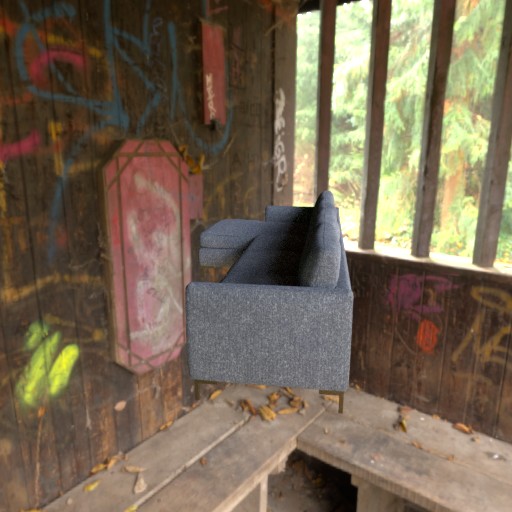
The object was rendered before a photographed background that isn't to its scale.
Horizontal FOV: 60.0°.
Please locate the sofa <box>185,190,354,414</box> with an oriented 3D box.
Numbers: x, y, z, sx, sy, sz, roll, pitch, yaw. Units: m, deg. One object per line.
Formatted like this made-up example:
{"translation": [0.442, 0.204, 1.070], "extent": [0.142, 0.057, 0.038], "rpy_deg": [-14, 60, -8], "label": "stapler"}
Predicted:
{"translation": [0.000, 0.000, 3.506], "extent": [1.350, 0.810, 2.932], "rpy_deg": [2, 14, 9], "label": "sofa"}
